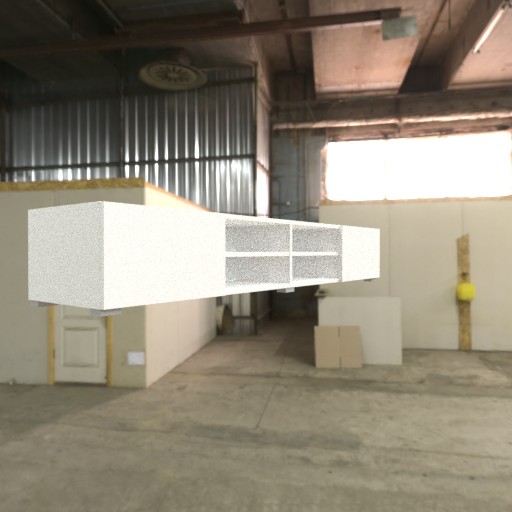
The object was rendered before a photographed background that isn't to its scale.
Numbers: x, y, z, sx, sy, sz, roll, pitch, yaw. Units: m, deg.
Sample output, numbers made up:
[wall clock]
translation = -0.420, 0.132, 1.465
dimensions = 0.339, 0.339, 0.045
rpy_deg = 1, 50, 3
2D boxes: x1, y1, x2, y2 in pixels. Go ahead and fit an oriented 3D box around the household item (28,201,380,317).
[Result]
[household item]
translation = 0.000, 0.000, 2.029
dimensions = 0.420, 0.310, 1.850
rpy_deg = 0, 1, 38
